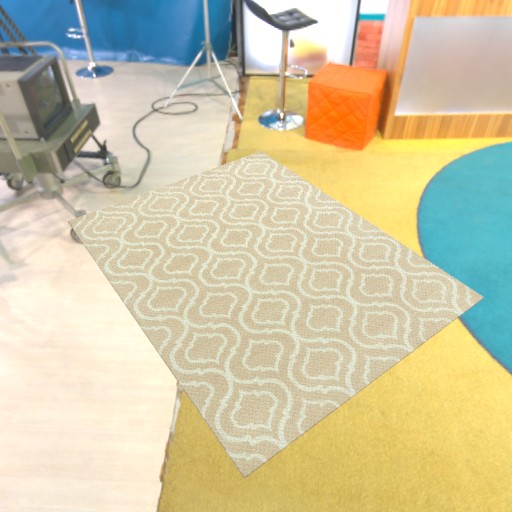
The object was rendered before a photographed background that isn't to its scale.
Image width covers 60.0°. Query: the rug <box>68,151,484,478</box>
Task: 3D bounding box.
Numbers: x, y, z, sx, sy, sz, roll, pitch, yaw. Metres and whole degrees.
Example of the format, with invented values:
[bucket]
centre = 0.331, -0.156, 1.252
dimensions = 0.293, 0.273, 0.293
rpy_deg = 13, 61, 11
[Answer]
[rug]
centre = 0.000, 0.000, 3.820
dimensions = 2.286, 0.013, 2.894
rpy_deg = -26, 48, -26
